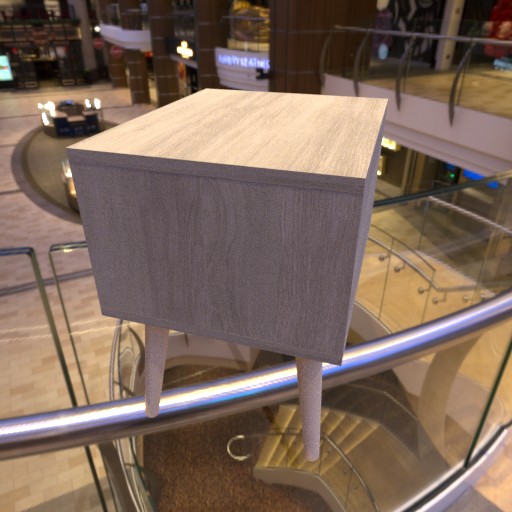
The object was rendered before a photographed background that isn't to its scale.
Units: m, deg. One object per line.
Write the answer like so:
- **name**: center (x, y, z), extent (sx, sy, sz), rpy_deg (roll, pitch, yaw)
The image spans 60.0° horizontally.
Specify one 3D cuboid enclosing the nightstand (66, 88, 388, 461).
- **nightstand**: center (0.000, 0.000, 0.821), extent (0.380, 0.500, 0.450), rpy_deg (9, 31, 15)
